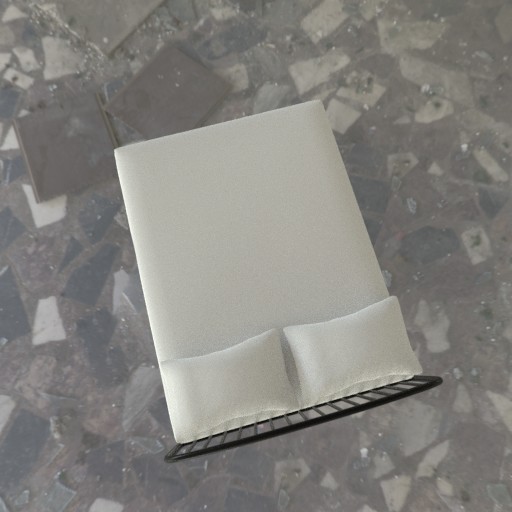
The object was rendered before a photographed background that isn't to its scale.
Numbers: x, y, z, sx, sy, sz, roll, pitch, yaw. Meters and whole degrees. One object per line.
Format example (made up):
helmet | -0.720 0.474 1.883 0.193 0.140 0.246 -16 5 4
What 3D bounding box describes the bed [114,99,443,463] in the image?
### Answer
bed | 0.000 0.000 3.059 1.618 1.166 2.159 -15 76 -4
